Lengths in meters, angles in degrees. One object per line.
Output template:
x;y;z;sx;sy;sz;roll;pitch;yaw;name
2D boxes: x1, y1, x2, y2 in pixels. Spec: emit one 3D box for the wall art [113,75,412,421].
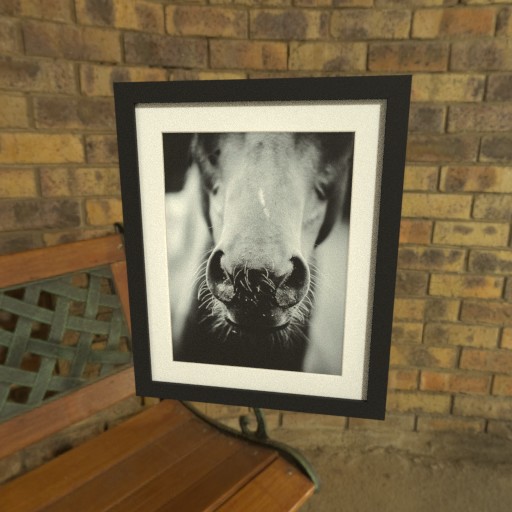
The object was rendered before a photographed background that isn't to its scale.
0.000;0.000;0.751;0.457;0.559;0.033;2;14;10;wall art
